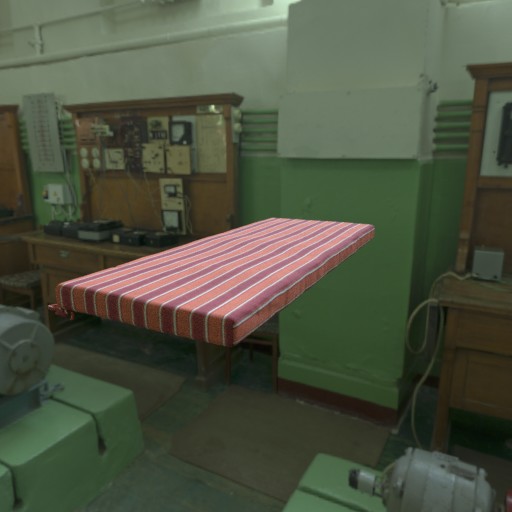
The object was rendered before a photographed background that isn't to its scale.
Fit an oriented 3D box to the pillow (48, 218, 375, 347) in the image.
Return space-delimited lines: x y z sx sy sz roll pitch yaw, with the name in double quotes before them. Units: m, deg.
"pillow" 0.000 0.000 1.375 0.492 0.081 1.187 7 15 26
